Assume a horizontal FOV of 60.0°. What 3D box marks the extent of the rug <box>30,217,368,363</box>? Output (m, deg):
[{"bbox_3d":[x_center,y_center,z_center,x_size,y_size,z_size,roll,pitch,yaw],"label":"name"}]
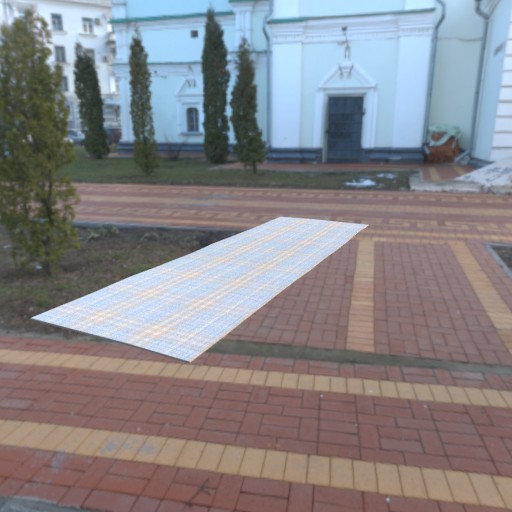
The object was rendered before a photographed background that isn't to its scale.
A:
[{"bbox_3d":[0.000,0.000,2.631,0.762,0.013,2.439,8,17,26],"label":"rug"}]
